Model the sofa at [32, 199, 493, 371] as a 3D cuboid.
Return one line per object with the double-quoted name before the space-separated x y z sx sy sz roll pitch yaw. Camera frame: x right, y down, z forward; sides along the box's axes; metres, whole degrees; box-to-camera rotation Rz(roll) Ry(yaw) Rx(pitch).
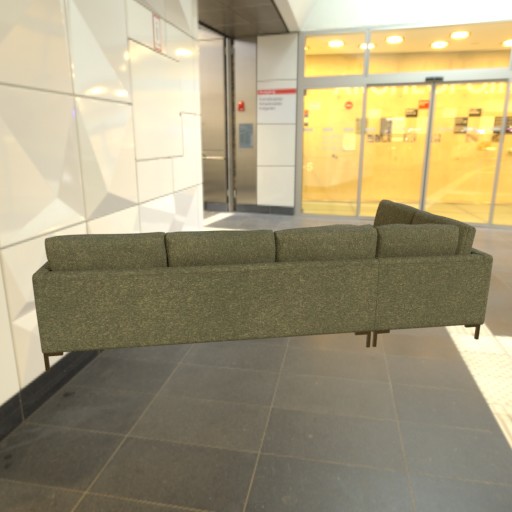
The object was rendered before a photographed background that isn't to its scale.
"sofa" 0.000 0.000 3.724 2.949 0.815 2.007 -2 15 -9
